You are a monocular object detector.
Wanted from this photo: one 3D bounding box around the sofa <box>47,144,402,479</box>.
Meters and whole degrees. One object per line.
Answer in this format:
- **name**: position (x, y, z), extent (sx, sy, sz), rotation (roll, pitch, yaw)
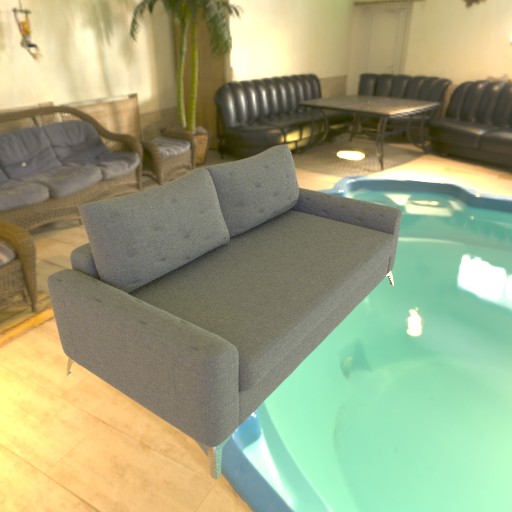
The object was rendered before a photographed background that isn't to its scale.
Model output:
- **sofa**: position (0.000, 0.000, 2.143), extent (0.920, 0.790, 1.650), rotation (18, 31, 32)
